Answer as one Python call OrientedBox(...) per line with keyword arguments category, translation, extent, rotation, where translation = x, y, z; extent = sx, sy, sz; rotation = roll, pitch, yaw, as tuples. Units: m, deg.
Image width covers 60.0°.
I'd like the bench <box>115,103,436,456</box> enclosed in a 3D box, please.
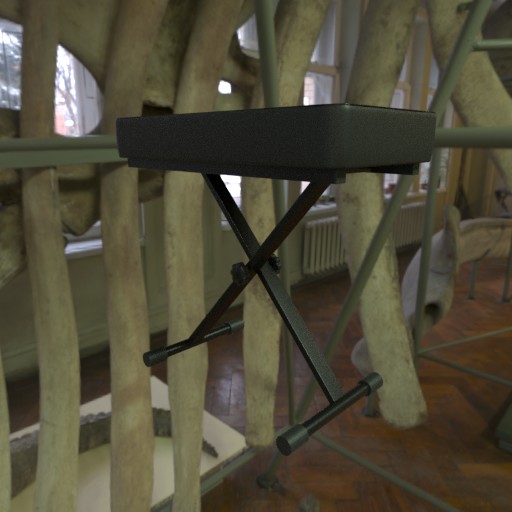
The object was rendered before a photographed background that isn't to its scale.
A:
OrientedBox(category="bench", translation=(0.000, 0.000, 0.929), extent=(0.600, 0.561, 0.300), rotation=(14, 20, 43))
